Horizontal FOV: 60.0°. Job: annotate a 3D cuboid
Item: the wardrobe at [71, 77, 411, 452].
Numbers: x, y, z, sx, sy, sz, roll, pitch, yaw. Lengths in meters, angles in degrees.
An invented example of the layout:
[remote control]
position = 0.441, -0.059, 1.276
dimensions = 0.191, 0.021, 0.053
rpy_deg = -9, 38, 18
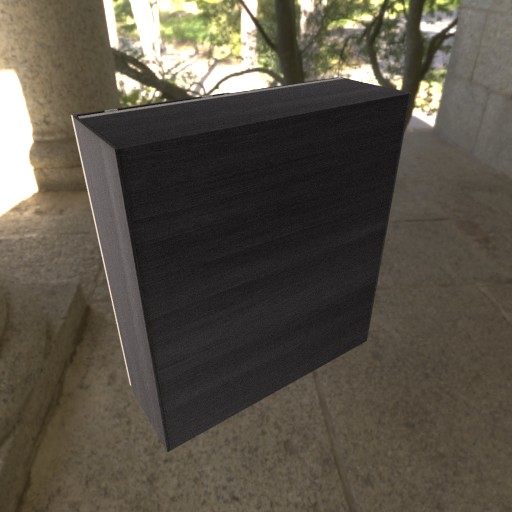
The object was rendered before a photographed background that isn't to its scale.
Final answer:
[wardrobe]
position = 0.000, 0.000, 2.908
dimensions = 1.780, 1.960, 0.629
rpy_deg = -20, 37, -29
